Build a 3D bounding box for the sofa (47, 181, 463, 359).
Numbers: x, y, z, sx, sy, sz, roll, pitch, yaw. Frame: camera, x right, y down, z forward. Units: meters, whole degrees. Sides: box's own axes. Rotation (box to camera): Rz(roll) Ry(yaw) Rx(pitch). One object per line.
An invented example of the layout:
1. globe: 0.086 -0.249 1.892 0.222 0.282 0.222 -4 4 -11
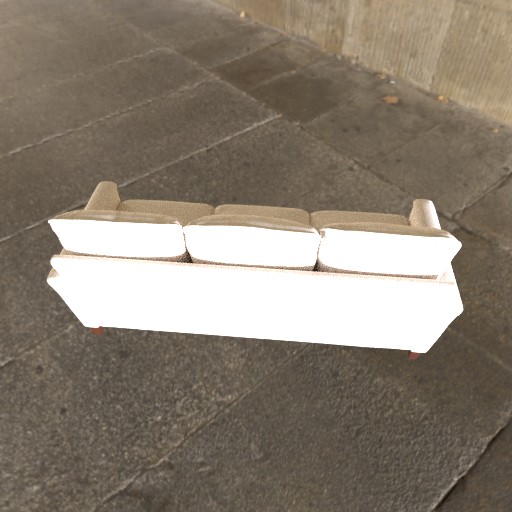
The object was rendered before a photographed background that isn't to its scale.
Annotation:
1. sofa: 0.000 0.000 2.383 1.925 0.961 0.828 4 47 4
